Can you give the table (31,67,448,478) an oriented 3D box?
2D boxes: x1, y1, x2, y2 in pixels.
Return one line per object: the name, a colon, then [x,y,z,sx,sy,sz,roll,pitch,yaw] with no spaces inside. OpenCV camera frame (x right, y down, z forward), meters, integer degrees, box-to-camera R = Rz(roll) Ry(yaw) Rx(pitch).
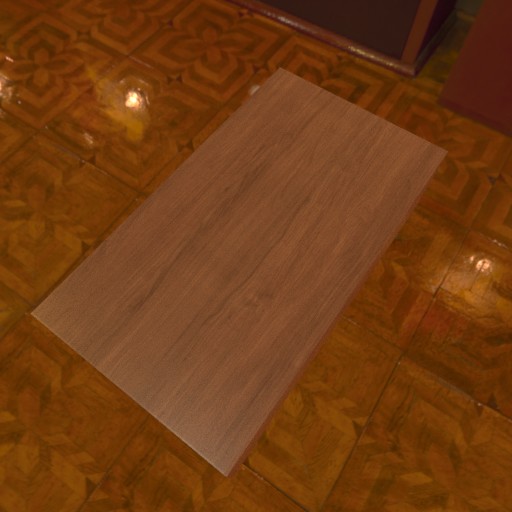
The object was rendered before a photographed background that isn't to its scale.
table: [0.000,0.000,1.315,0.600,0.380,1.020,33,68,16]
